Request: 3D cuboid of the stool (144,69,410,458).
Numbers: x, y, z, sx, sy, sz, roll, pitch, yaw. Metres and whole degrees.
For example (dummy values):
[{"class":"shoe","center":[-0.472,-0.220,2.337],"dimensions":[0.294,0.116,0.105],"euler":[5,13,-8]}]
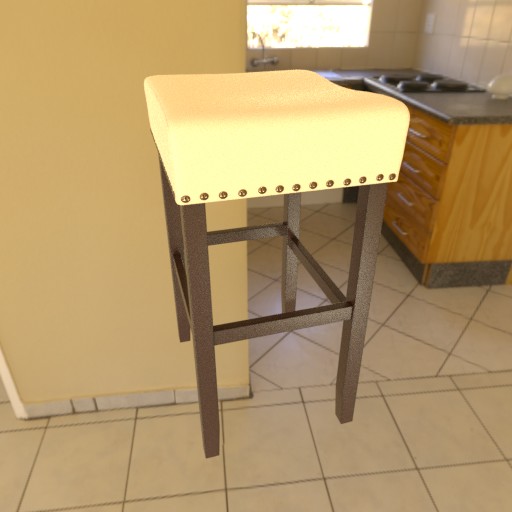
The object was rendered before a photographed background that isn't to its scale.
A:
[{"class":"stool","center":[0.000,0.000,1.046],"dimensions":[0.401,0.762,0.471],"euler":[-8,31,-14]}]
